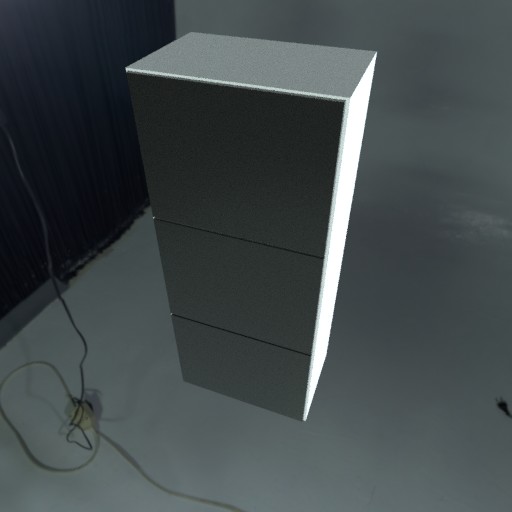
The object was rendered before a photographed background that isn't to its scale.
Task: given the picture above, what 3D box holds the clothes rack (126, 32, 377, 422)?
[{"bbox_3d":[0.000,0.000,1.405,0.500,1.187,0.330,14,42,16],"label":"clothes rack"}]
